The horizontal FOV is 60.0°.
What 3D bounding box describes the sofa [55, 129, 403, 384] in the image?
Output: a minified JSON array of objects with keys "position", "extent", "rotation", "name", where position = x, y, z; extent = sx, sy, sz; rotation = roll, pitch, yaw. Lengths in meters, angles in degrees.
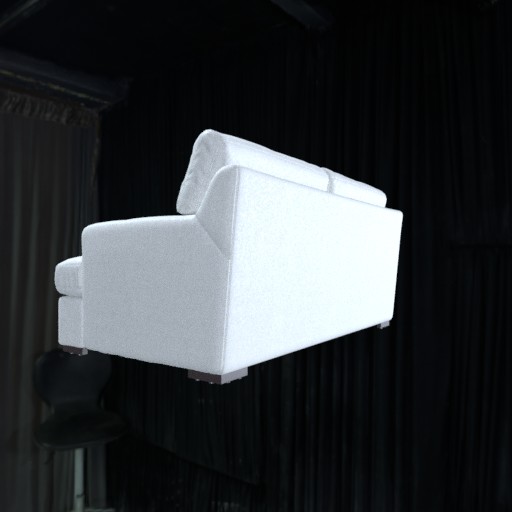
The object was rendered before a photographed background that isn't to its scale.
[{"position":[0.000,0.000,2.553],"extent":[1.143,0.940,1.880],"rotation":[0,-1,36],"name":"sofa"}]
